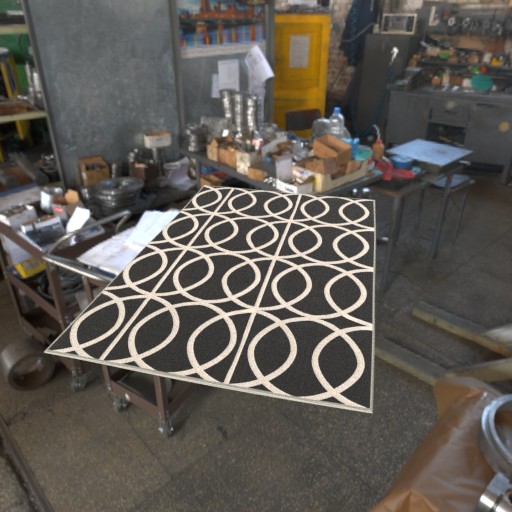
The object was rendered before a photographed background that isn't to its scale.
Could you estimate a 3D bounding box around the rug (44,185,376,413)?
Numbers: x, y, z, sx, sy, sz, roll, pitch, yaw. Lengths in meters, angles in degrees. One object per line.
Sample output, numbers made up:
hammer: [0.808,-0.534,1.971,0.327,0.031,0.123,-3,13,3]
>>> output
rug: [0.000,0.000,2.904,1.528,0.014,2.294,7,30,12]
